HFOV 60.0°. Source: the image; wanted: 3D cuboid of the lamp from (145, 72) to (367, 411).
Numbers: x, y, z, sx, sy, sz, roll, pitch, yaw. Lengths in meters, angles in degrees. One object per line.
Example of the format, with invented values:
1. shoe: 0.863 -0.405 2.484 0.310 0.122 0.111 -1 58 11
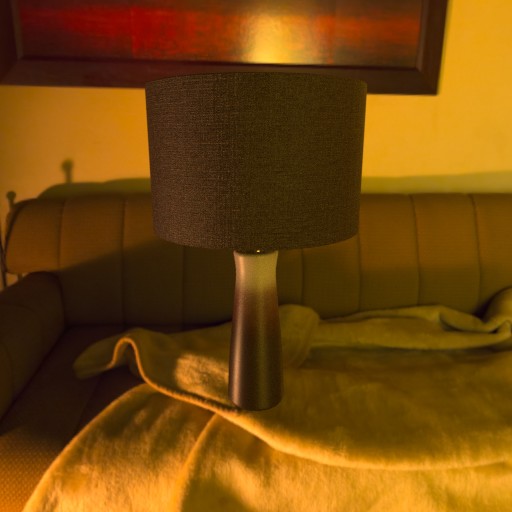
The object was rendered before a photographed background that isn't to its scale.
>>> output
1. lamp: 0.000 0.000 0.683 0.303 0.488 0.303 0 15 0
